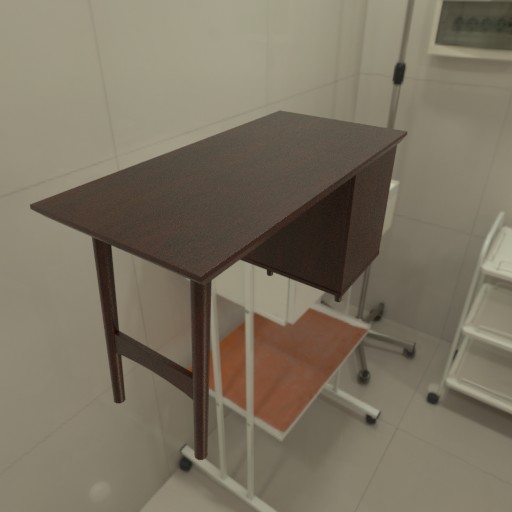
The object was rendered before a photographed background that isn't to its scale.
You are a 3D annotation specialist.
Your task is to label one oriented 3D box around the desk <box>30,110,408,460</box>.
[{"bbox_3d":[0.000,0.000,1.701,0.612,0.758,1.277,20,37,29],"label":"desk"}]
